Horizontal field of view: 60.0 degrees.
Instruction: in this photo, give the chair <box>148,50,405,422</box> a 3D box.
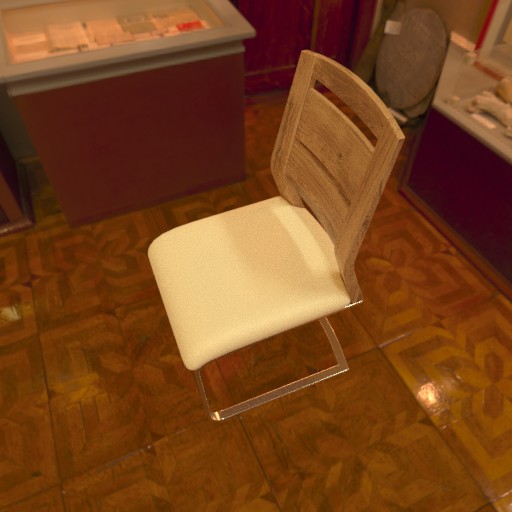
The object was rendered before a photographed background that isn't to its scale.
[{"bbox_3d":[0.000,0.000,1.258,0.561,0.955,0.457,-17,50,-15],"label":"chair"}]
